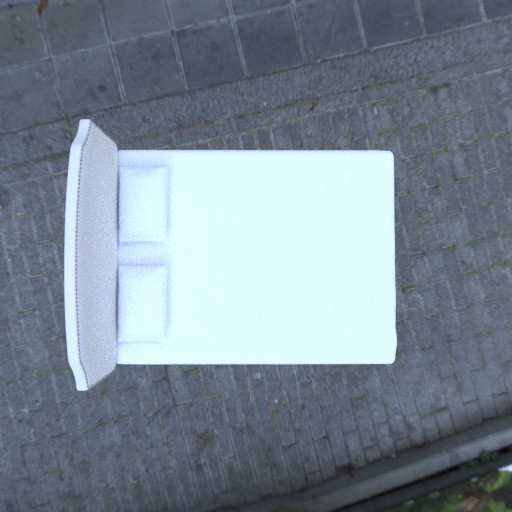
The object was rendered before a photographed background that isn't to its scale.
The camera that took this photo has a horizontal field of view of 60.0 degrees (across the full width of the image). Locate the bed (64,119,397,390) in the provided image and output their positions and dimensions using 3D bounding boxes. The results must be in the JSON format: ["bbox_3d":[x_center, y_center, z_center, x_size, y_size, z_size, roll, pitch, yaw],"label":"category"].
[{"bbox_3d":[0.000,0.000,2.924,1.999,1.270,1.558,0,88,0],"label":"bed"}]
